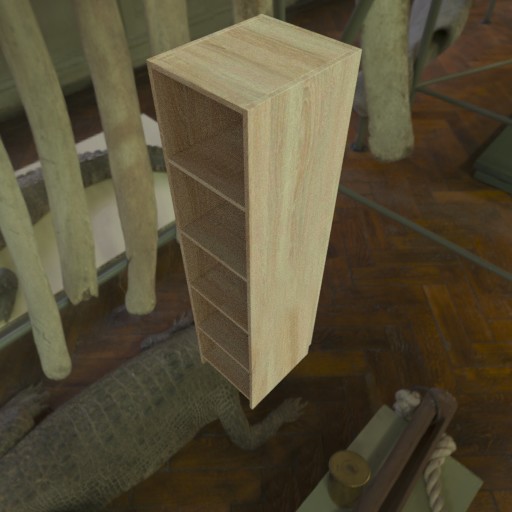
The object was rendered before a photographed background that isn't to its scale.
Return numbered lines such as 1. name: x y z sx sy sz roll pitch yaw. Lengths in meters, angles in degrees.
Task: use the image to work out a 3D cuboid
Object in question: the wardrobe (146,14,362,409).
1. wardrobe: 0.000 0.000 2.347 0.496 2.117 0.588 35 57 28
